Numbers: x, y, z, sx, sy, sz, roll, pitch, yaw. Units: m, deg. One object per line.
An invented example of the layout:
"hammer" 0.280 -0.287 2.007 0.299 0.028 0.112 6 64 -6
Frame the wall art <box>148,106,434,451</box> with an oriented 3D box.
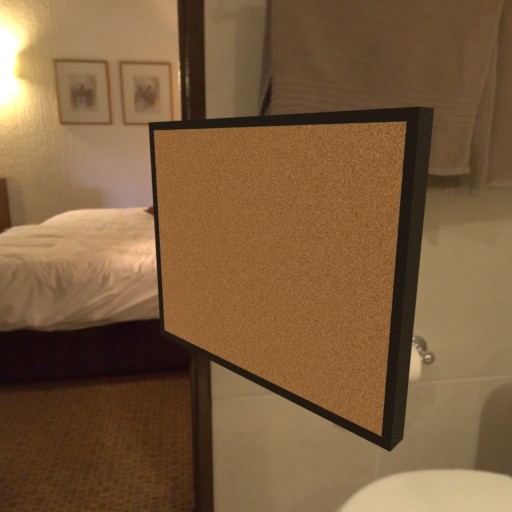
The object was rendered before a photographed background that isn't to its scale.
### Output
"wall art" 0.000 0.000 0.542 0.397 0.325 0.028 13 19 42
